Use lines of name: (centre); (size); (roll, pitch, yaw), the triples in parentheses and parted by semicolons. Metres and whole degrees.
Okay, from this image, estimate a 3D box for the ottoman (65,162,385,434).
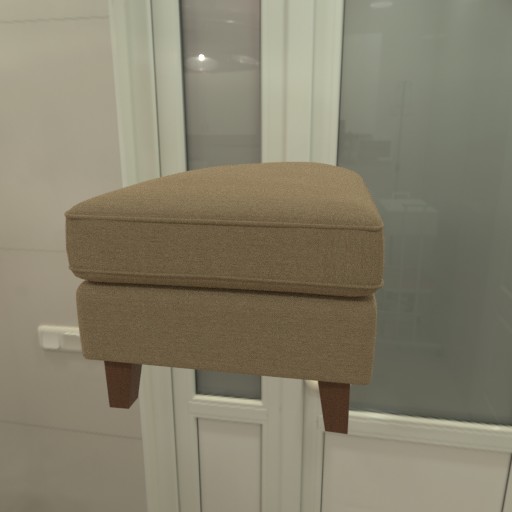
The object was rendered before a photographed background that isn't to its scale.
ottoman: (0.000, 0.000, 1.294); (0.636, 0.521, 0.945); (3, 15, 10)
